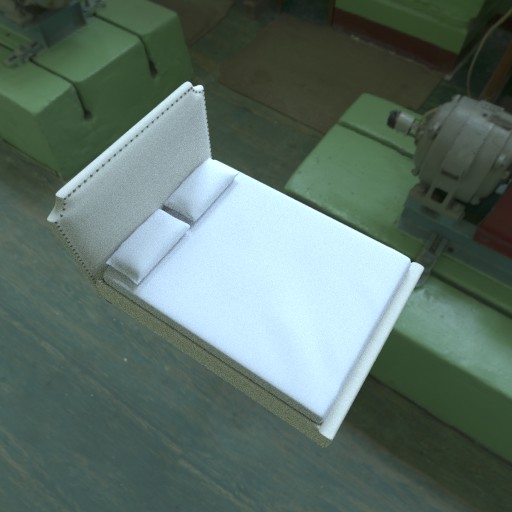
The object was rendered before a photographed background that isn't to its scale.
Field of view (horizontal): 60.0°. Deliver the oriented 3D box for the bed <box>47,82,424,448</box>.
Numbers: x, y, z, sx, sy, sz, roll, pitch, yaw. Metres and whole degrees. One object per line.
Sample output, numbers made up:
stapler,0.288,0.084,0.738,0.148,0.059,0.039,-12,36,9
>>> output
bed,0.000,0.000,3.556,2.372,1.443,1.712,29,63,17
